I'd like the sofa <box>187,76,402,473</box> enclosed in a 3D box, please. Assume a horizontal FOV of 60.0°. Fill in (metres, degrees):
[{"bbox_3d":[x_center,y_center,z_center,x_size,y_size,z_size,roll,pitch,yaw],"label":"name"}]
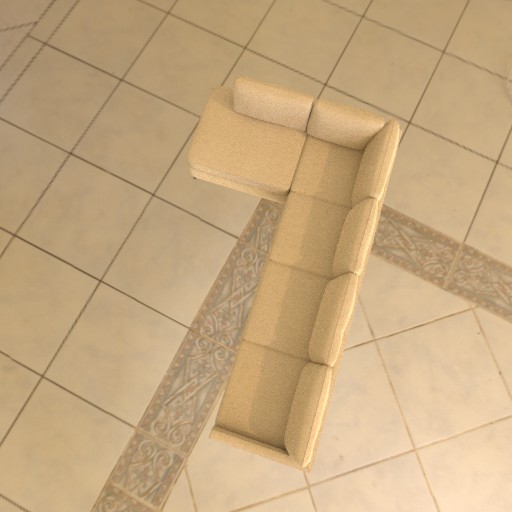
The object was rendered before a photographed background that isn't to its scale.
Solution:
[{"bbox_3d":[0.000,0.000,4.372,2.048,0.996,3.384,17,77,4],"label":"sofa"}]
